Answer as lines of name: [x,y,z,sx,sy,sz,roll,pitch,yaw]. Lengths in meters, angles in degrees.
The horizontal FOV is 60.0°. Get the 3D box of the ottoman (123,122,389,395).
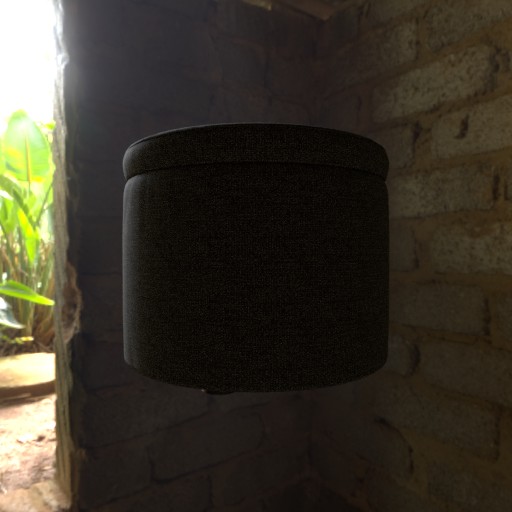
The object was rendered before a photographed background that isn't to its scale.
ottoman: [0.000,0.000,0.902,0.520,0.430,0.520,0,1,0]
